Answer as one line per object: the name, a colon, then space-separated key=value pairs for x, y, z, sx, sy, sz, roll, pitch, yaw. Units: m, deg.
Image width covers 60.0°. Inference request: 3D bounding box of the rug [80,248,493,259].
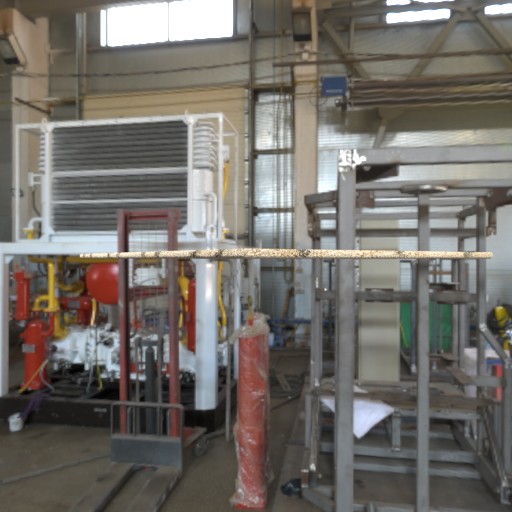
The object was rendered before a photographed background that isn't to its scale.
rug: x=0.000 y=0.000 z=2.071 sx=1.200 sy=0.025 sz=1.600 roll=0 pitch=0 yaw=-35
